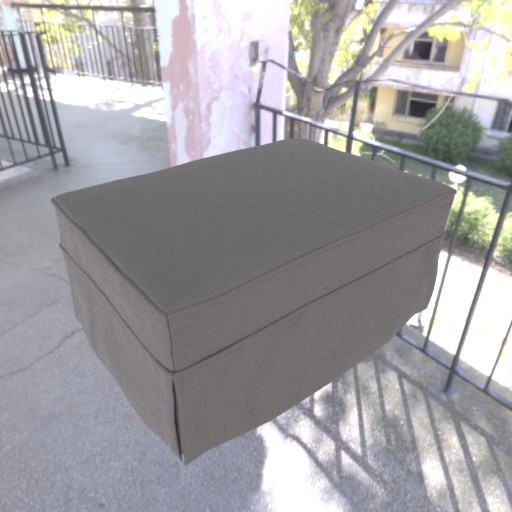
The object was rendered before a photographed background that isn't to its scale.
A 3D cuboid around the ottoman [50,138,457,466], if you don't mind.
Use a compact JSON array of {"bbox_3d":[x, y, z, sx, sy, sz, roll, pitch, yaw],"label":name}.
[{"bbox_3d":[0.000,0.000,1.286,0.944,0.479,0.703,-22,38,-32],"label":"ottoman"}]
